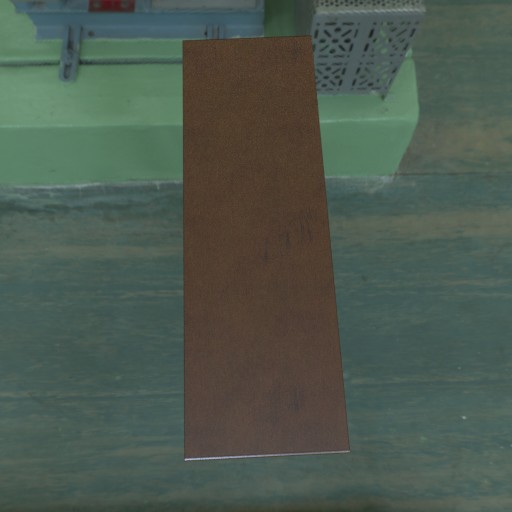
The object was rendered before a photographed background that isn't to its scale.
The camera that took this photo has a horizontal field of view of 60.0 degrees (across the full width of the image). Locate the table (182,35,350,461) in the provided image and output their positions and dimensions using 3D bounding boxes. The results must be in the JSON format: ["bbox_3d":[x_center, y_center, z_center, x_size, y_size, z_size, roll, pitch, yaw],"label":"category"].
[{"bbox_3d":[0.000,0.000,1.576,0.399,0.763,1.197,-3,75,-1],"label":"table"}]
